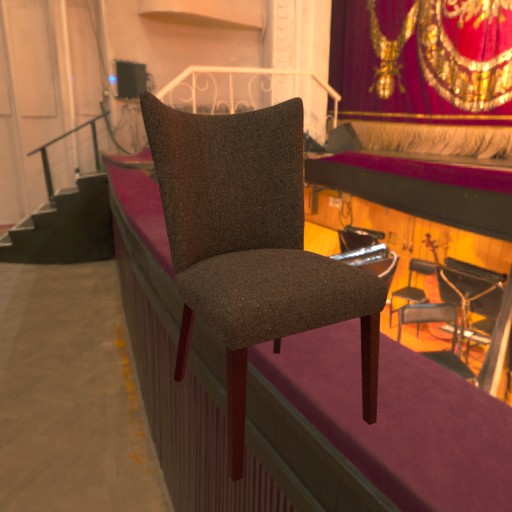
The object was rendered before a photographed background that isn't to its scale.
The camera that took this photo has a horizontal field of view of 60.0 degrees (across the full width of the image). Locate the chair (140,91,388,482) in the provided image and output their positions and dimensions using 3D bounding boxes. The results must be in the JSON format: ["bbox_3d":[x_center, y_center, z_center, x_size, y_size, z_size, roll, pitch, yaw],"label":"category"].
[{"bbox_3d":[0.000,0.000,1.315,0.535,0.924,0.623,-9,19,-28],"label":"chair"}]
